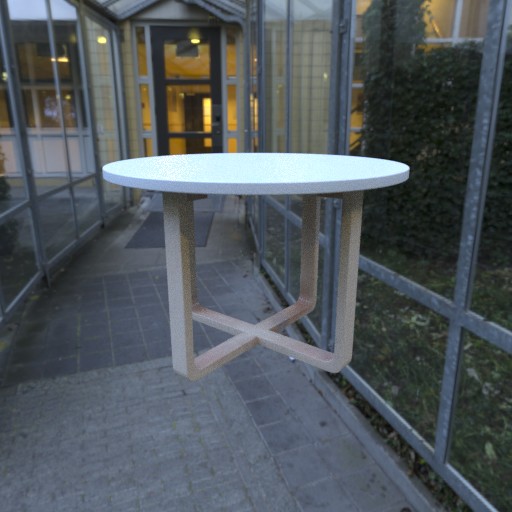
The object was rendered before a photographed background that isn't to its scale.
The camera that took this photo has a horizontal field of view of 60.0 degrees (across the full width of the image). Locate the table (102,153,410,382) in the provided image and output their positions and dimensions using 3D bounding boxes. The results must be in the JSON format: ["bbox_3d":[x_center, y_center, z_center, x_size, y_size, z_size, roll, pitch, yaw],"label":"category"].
[{"bbox_3d":[0.000,0.000,0.970,0.600,0.400,0.600,0,17,0],"label":"table"}]
